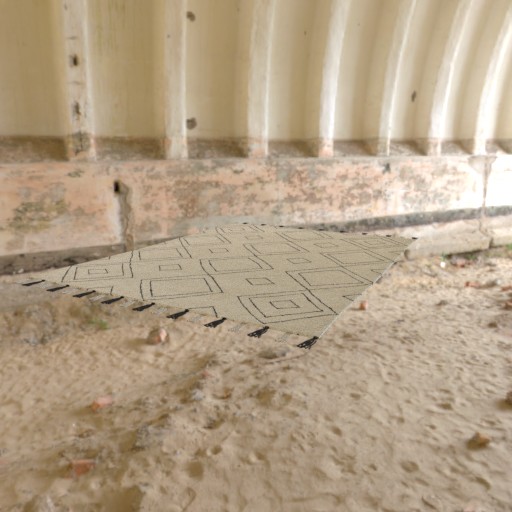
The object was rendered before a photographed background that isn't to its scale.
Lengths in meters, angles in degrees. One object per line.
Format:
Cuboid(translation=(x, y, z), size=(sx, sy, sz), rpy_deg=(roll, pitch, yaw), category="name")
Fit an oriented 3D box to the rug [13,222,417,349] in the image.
Cuboid(translation=(0.000, 0.000, 4.073), size=(2.342, 0.026, 3.221), rpy_deg=(7, 15, 28), category="rug")
